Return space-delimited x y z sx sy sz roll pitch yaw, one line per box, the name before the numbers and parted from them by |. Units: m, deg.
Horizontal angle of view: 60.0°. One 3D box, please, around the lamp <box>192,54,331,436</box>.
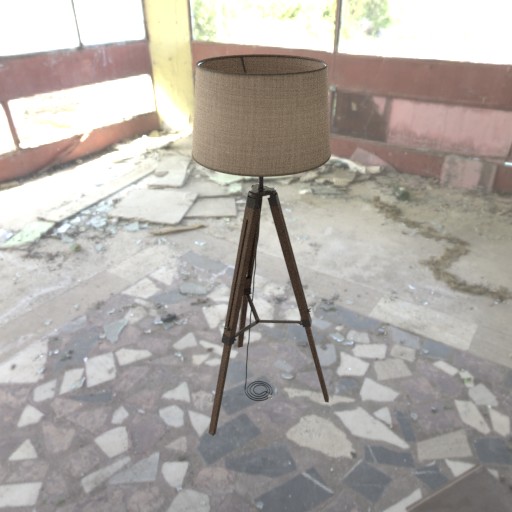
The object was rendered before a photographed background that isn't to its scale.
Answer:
lamp | 0.000 0.000 1.858 0.604 1.510 0.587 -11 33 -17
